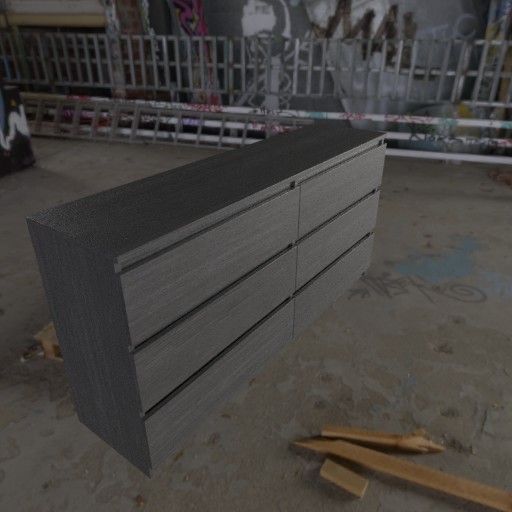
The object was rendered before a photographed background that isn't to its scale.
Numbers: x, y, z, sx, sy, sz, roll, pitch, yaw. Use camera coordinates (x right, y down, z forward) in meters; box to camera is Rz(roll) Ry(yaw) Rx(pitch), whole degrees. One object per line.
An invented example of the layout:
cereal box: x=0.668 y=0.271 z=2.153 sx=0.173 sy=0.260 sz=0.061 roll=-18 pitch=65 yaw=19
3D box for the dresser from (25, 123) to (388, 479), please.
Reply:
dresser: x=0.000 y=0.000 z=1.864 sx=0.400 sy=0.795 sz=1.590 roll=19 pitch=33 yaw=32
